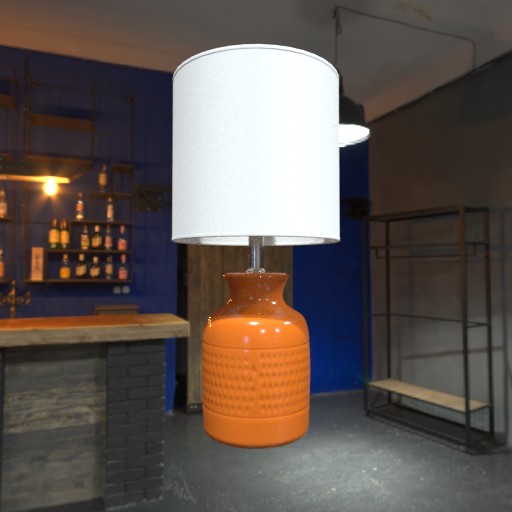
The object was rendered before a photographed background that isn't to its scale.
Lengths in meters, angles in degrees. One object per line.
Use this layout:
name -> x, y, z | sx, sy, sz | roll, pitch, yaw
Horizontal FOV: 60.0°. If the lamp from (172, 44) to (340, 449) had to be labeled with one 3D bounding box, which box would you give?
lamp -> 0.000, 0.000, 1.120 | 0.418, 0.871, 0.418 | 1, -2, -20
